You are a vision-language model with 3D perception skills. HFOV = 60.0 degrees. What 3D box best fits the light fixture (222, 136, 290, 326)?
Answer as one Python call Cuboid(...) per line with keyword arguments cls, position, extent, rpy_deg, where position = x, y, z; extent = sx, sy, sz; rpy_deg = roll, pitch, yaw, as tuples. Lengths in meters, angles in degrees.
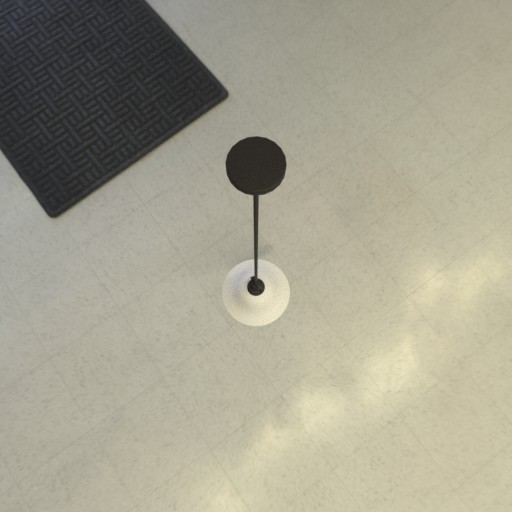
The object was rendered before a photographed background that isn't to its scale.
Cuboid(cls="light fixture", position=(0.000, 0.000, 1.470), extent=(0.324, 1.337, 0.324), rpy_deg=(-33, 77, -8))
